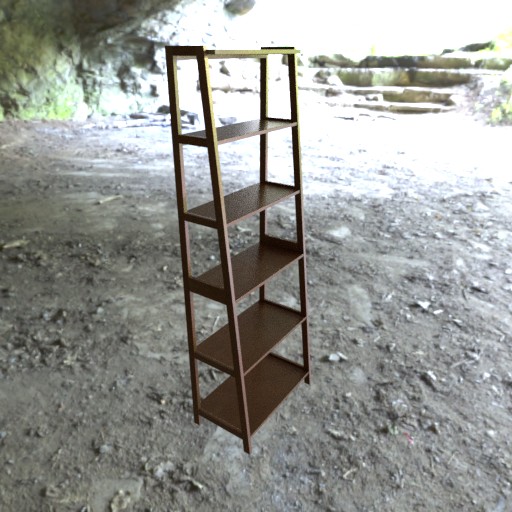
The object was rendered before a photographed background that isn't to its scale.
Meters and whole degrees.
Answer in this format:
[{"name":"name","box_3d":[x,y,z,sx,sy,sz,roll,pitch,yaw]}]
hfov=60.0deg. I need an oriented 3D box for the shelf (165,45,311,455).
[{"name":"shelf","box_3d":[0.000,0.000,2.209,0.382,1.892,0.660,16,30,31]}]
